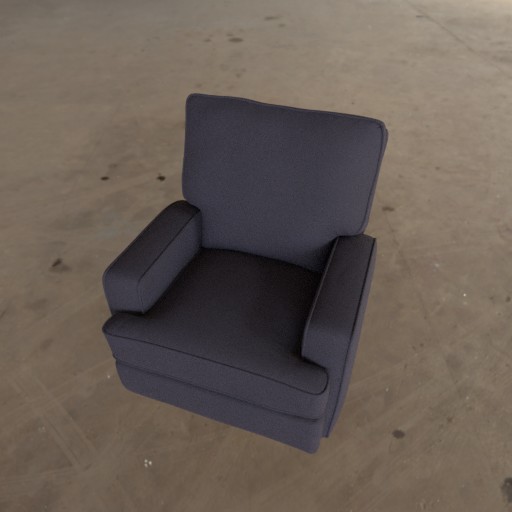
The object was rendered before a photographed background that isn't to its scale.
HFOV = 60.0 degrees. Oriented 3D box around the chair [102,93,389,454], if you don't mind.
[{"bbox_3d":[0.000,0.000,1.662,0.861,0.962,0.964,13,41,15],"label":"chair"}]
